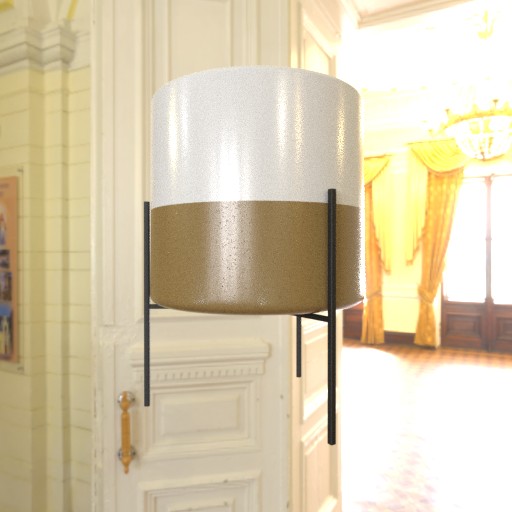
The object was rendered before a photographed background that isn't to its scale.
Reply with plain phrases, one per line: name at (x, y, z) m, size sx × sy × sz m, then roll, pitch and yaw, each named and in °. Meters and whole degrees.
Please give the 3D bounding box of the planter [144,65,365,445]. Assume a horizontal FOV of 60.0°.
planter at (0.000, 0.000, 0.641) m, size 0.310 × 0.432 × 0.310 m, roll 0°, pitch 0°, yaw -17°
